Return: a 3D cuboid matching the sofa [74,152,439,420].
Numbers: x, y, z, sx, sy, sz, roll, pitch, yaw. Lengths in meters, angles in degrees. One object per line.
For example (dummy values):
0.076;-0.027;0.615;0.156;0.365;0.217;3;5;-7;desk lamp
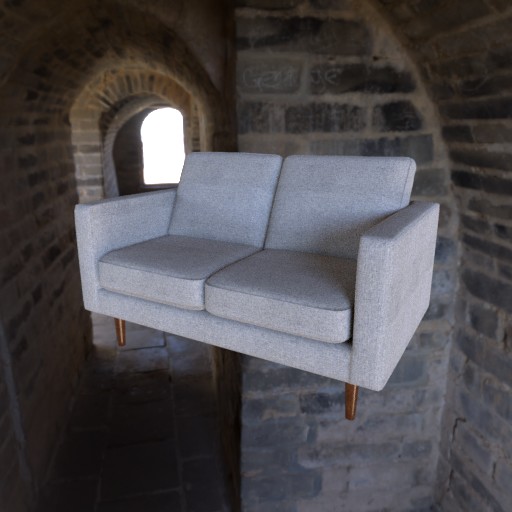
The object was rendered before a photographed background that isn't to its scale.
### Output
0.000;0.000;2.204;1.527;0.973;0.969;9;17;29;sofa
